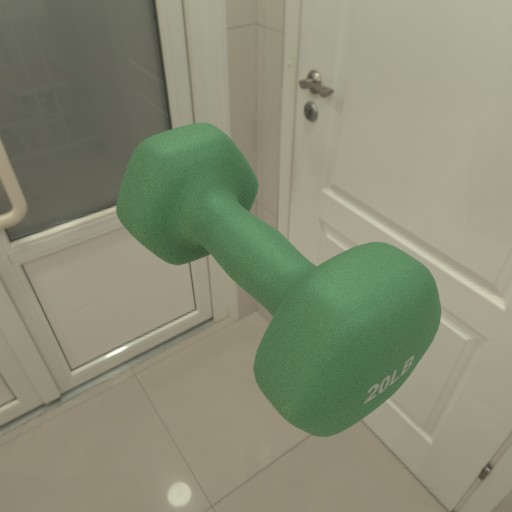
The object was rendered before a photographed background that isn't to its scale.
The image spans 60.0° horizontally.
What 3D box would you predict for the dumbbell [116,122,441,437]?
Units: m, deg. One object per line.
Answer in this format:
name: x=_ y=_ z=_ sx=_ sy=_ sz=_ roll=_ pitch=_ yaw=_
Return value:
dumbbell: x=0.000 y=0.000 z=0.329 sx=0.129 sy=0.117 sz=0.260 roll=-25 pitch=47 yaw=-26
